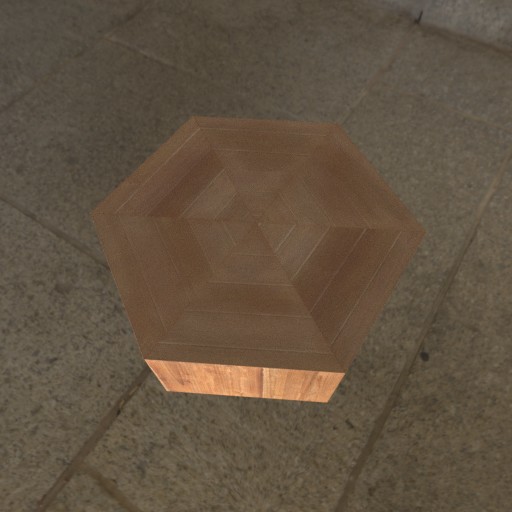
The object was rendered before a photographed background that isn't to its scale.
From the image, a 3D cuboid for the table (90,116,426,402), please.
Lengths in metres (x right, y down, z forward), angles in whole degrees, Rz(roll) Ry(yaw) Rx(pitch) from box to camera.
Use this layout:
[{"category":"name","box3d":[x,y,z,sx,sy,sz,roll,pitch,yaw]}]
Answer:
[{"category":"table","box3d":[0.000,0.000,1.713,1.154,0.456,1.000,3,60,2]}]
